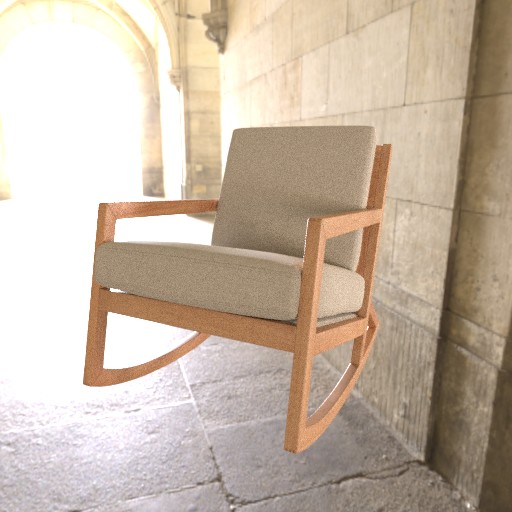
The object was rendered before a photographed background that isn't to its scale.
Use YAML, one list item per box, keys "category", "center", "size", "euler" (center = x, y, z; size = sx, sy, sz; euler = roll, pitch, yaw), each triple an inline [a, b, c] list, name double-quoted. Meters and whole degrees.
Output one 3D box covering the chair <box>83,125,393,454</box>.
- category: "chair"
  center: [0.000, 0.000, 1.364]
  size: [0.622, 0.790, 0.857]
  euler: [7, 16, 26]
